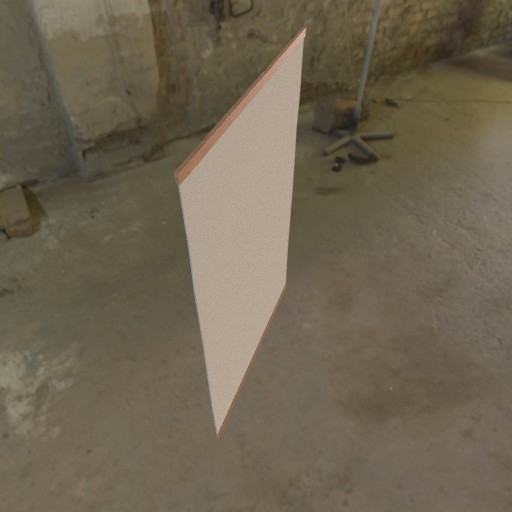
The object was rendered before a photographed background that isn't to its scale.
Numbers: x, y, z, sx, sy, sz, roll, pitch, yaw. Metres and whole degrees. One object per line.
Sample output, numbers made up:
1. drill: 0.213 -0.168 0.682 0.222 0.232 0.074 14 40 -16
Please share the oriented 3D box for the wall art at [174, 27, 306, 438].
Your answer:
1. wall art: 0.000 0.000 1.904 0.019 1.527 1.019 16 48 15
